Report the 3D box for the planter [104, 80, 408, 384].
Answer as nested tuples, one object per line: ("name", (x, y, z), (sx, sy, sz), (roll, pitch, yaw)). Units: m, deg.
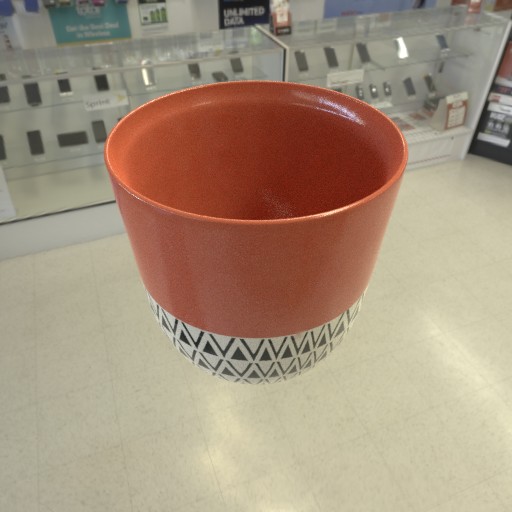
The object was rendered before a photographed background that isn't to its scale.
("planter", (0.000, 0.000, 0.362), (0.195, 0.214, 0.195), (0, 41, 0))
